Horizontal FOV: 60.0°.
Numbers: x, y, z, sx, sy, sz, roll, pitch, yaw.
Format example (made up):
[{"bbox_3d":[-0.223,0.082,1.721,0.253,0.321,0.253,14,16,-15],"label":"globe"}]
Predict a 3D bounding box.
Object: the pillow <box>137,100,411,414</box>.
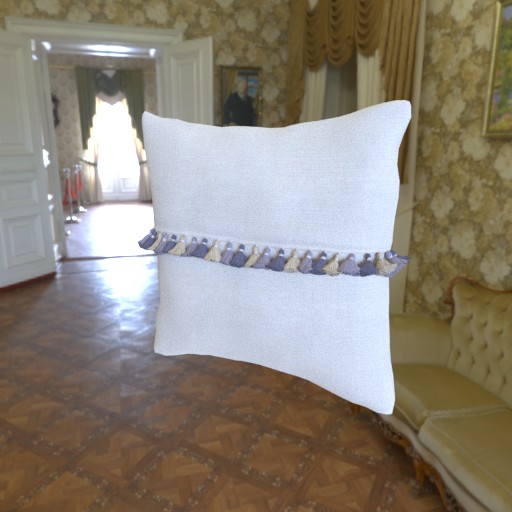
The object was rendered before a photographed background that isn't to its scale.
[{"bbox_3d":[0.000,0.000,0.745,0.489,0.481,0.165,7,15,26],"label":"pillow"}]
